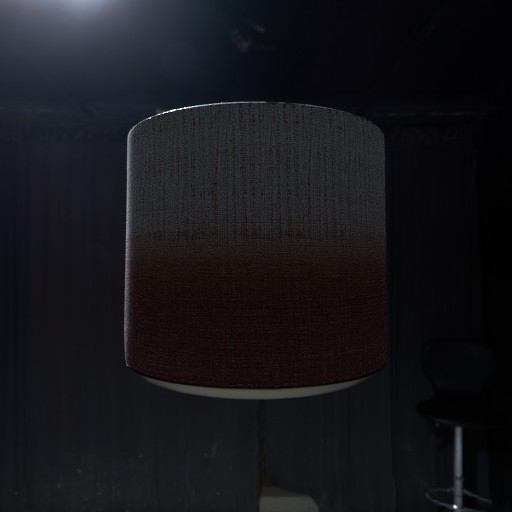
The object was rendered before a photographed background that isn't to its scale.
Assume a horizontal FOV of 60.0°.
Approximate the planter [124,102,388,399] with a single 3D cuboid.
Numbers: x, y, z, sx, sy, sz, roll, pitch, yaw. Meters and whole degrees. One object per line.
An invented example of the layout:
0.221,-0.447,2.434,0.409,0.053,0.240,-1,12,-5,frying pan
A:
0.000,0.000,0.313,0.178,0.157,0.178,0,-1,0,planter
